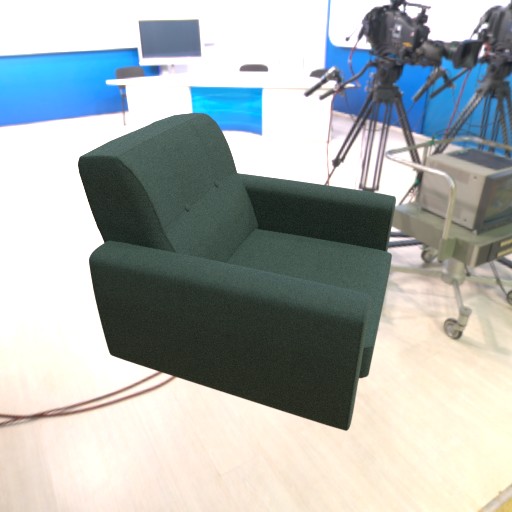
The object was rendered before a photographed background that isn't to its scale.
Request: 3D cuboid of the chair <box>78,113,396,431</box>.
[{"bbox_3d":[0.000,0.000,1.580,0.909,0.841,0.831,11,32,17],"label":"chair"}]
